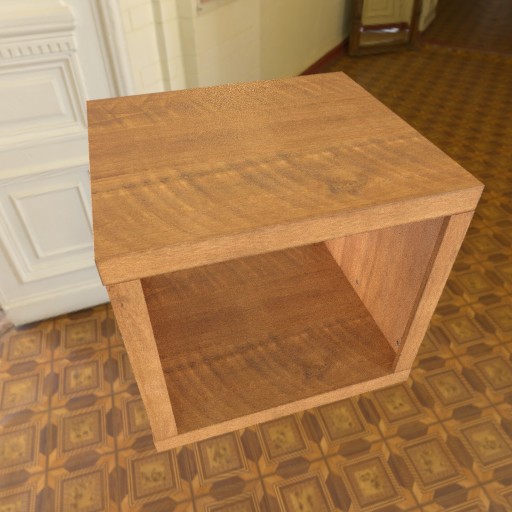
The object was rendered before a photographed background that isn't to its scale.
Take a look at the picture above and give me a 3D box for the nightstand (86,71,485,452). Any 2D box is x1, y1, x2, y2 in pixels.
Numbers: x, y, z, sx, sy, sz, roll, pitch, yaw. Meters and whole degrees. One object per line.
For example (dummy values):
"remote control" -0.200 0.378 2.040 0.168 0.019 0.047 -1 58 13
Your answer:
"nightstand" 0.000 0.000 0.840 0.493 0.491 0.436 -12 43 -13
